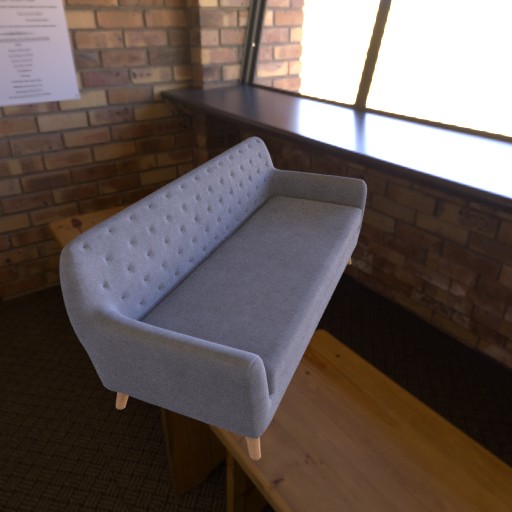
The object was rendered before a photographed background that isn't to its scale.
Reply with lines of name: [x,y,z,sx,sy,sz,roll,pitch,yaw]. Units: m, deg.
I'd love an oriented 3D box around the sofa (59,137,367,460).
sofa: [0.000,0.000,2.401,0.830,0.830,1.970,11,31,20]
